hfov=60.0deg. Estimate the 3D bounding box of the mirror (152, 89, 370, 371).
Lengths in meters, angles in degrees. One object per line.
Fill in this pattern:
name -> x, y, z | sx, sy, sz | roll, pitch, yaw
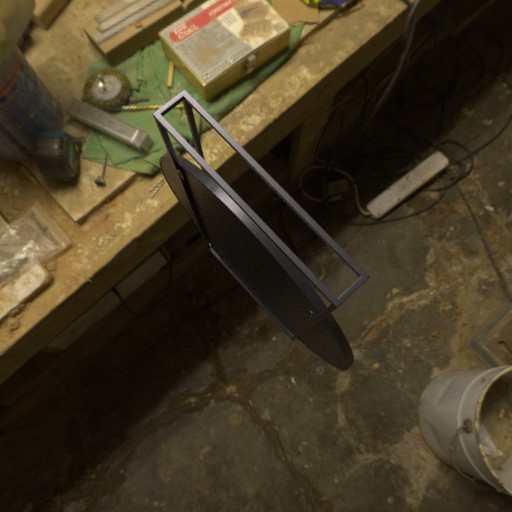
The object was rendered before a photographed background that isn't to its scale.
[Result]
mirror -> 0.000, 0.000, 0.798 | 0.051, 0.603, 0.508 | -41, 79, -9
